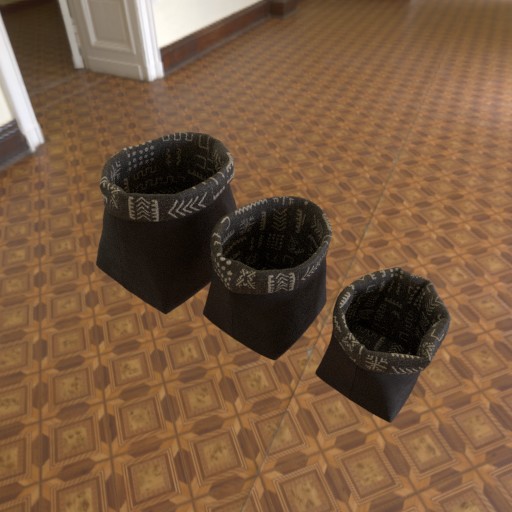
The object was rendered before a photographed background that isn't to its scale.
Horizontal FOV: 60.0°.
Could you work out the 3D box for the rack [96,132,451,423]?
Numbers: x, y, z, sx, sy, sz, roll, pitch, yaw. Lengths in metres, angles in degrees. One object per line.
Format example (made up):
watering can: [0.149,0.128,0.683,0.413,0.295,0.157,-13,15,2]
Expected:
rack: [0.000,0.000,1.073,0.905,0.323,0.379,27,48,27]
